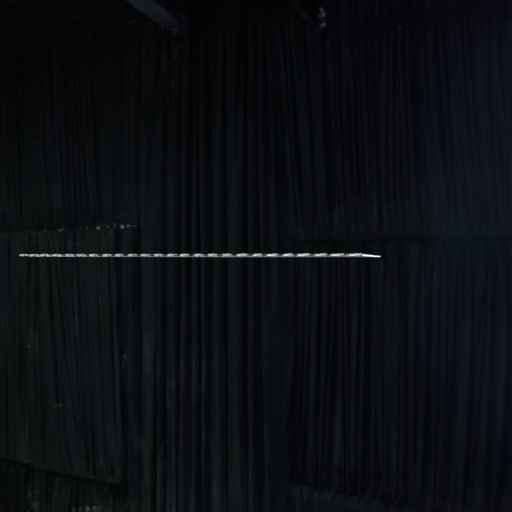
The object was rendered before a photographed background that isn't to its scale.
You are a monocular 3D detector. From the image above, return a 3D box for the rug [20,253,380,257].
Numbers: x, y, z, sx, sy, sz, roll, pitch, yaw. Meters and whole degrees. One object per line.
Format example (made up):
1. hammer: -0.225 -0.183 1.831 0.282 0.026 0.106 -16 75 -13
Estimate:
1. rug: 0.000 0.000 2.951 1.539 0.011 2.410 0 0 17
